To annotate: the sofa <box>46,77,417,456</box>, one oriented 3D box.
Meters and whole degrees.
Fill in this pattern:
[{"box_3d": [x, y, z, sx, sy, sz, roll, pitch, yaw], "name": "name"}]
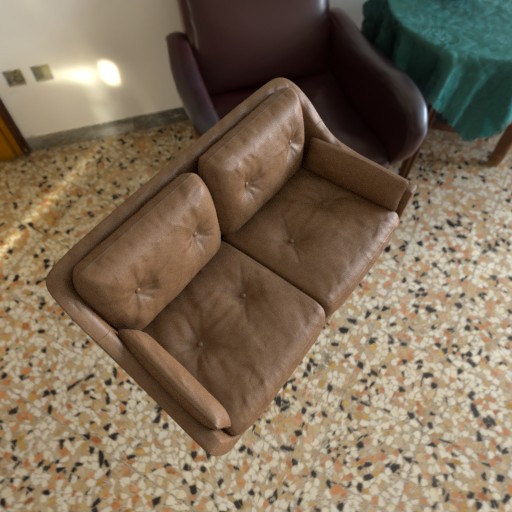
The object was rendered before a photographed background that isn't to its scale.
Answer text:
[{"box_3d": [0.000, 0.000, 2.291, 0.981, 0.886, 1.731, 34, 64, 19], "name": "sofa"}]
